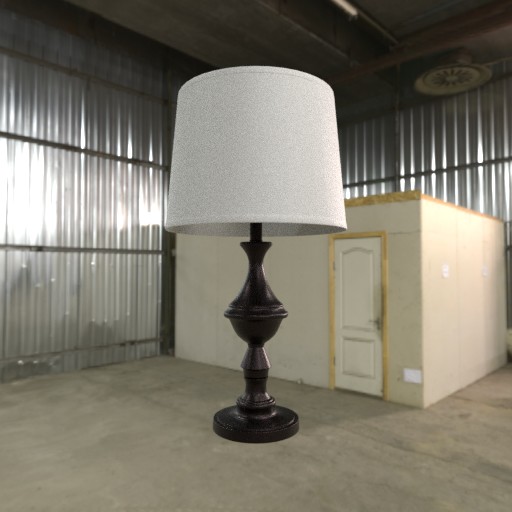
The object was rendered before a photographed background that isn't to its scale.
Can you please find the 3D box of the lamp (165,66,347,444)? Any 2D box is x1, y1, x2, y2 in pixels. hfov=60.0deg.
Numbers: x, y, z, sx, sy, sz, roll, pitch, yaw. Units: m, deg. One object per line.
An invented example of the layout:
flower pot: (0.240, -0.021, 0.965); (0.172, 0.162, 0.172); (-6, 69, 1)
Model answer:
lamp: (0.000, 0.000, 0.951); (0.383, 0.726, 0.383); (0, -1, 0)
